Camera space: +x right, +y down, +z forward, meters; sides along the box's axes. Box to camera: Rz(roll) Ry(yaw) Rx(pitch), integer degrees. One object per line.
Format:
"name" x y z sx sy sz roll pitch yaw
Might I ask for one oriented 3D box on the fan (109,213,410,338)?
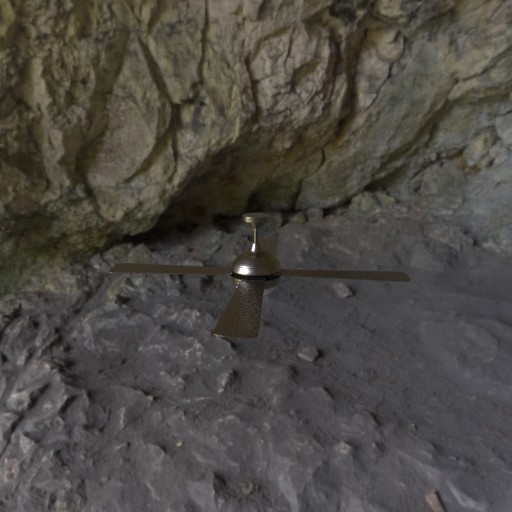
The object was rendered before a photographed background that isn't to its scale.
"fan" 0.000 0.000 2.042 1.321 0.381 1.321 8 17 25
